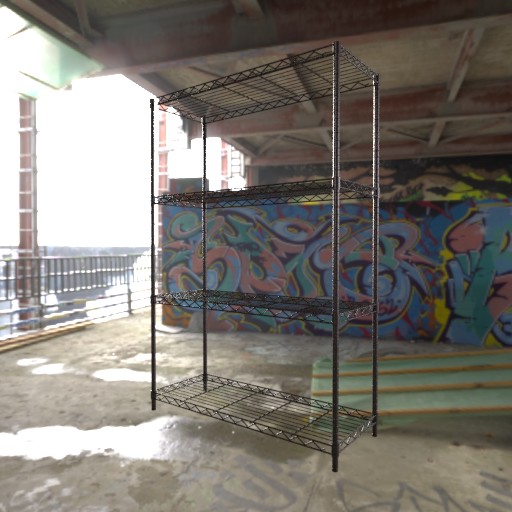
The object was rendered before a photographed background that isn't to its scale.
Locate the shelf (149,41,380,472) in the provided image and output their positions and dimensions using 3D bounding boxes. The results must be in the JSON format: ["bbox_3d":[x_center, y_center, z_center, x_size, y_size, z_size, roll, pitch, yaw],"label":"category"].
[{"bbox_3d":[0.000,0.000,1.803,0.907,1.361,0.352,1,2,37],"label":"shelf"}]
